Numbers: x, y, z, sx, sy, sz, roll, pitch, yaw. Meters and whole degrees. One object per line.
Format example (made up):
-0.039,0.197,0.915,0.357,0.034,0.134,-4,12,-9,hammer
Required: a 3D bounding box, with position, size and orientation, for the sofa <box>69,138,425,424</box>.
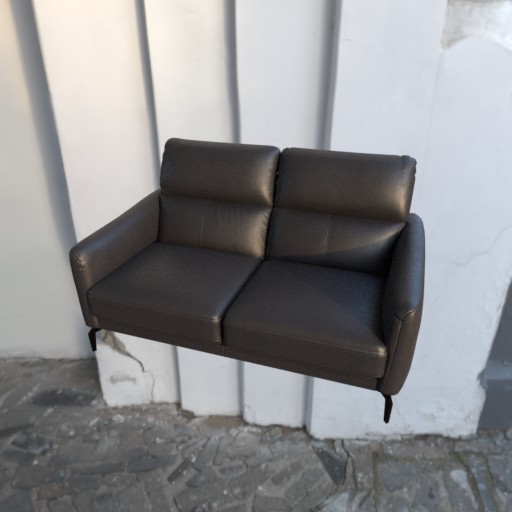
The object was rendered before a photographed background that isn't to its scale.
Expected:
0.000,0.000,2.229,1.596,0.920,0.958,9,28,17,sofa
